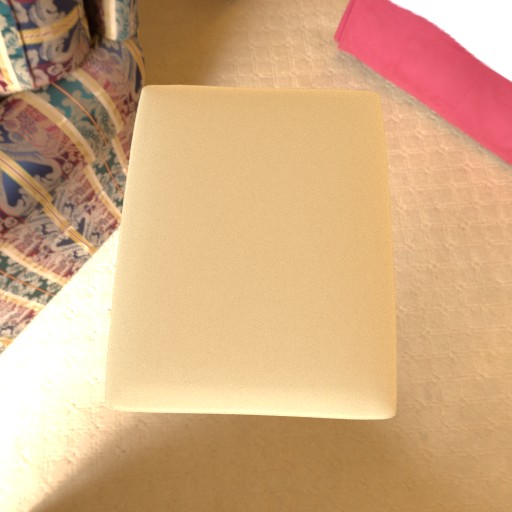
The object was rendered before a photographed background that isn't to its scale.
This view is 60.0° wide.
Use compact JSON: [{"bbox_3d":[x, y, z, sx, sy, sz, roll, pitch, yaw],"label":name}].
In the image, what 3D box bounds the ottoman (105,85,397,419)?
[{"bbox_3d":[0.000,0.000,1.120,0.584,0.513,0.741,2,74,0],"label":"ottoman"}]
